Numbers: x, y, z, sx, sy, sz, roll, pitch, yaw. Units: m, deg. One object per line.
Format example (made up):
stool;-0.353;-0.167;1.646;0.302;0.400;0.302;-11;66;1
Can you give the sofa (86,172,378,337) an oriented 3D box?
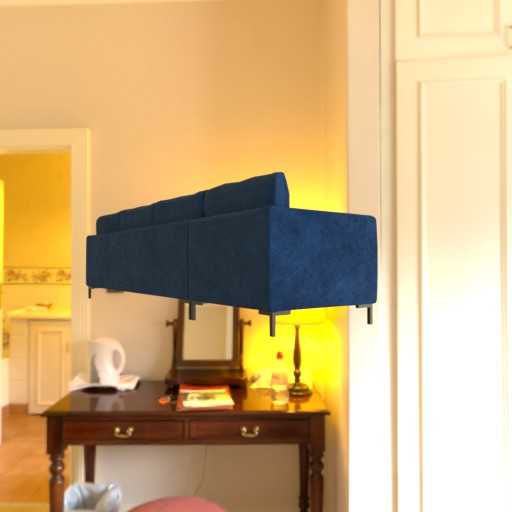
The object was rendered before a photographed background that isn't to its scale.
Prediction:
sofa;0.000;0.000;3.210;1.707;0.687;2.486;1;-1;-37
